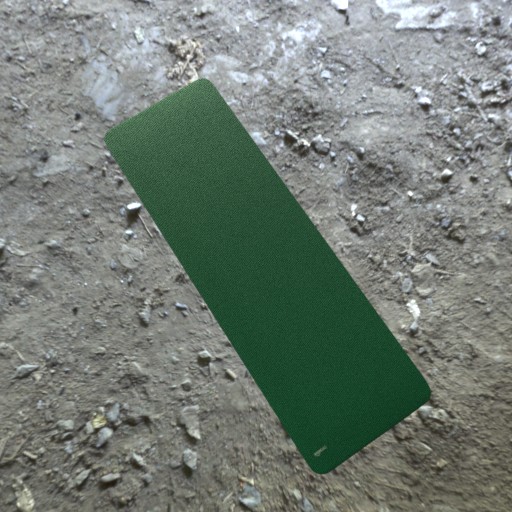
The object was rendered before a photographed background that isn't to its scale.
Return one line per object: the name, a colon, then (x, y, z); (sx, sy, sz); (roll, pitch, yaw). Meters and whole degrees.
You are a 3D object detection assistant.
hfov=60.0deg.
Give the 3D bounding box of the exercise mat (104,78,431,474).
exercise mat: (0.000, 0.000, 2.036); (0.616, 0.021, 1.869); (-33, 79, -7)
